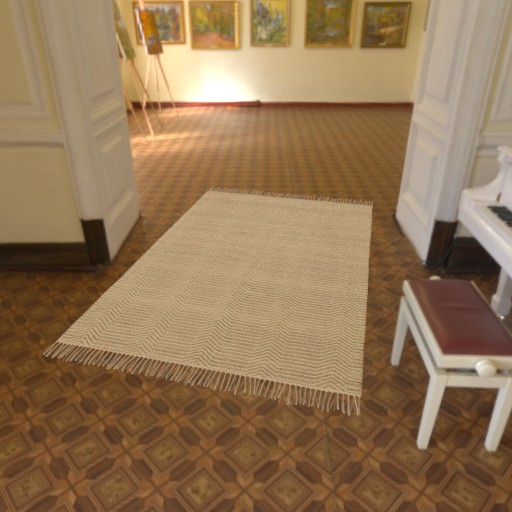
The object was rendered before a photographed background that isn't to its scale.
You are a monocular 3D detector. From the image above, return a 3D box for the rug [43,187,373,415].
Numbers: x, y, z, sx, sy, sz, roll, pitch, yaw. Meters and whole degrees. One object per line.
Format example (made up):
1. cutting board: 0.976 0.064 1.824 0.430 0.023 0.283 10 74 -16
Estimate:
1. rug: 0.000 0.000 2.457 1.224 0.027 2.021 7 29 13
